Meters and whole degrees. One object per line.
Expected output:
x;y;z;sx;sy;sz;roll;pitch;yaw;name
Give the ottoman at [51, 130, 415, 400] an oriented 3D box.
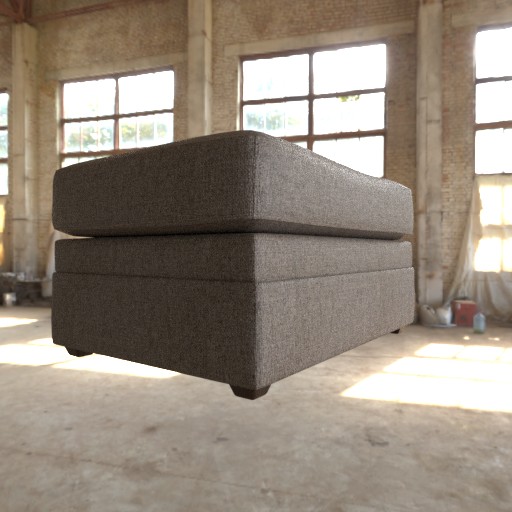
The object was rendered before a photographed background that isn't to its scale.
0.000;0.000;1.221;0.637;0.478;0.885;0;1;36;ottoman
